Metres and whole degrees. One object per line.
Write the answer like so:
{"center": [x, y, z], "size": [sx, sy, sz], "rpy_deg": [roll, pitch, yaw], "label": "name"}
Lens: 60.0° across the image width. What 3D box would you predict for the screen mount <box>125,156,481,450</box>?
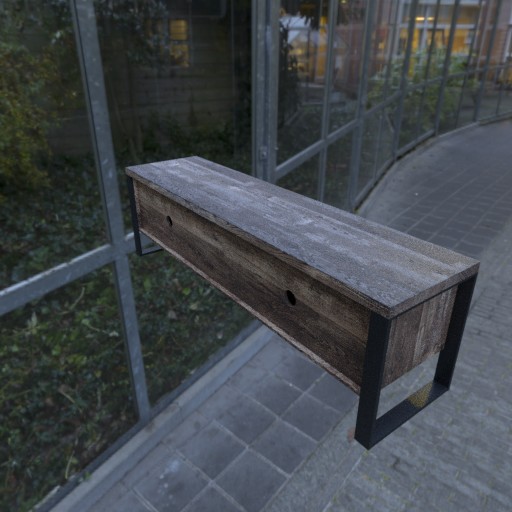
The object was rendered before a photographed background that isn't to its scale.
{"center": [0.000, 0.000, 1.740], "size": [0.395, 0.450, 1.524], "rpy_deg": [-18, 31, -33], "label": "screen mount"}
